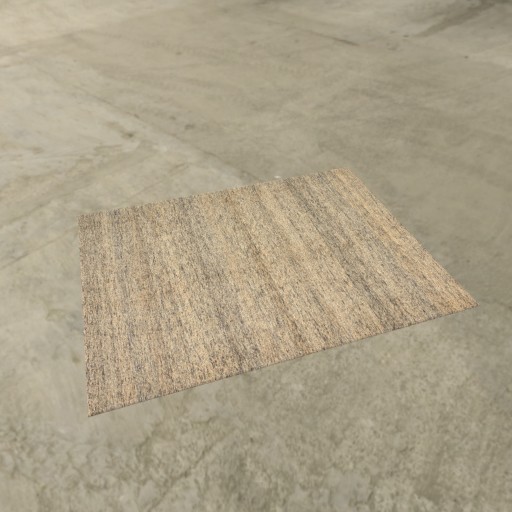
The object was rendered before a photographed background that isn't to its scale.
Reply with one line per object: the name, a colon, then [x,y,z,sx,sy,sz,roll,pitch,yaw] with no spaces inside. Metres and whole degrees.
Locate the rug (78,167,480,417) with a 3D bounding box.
rug: [0.000,0.000,4.239,3.199,0.036,2.414,-12,43,-14]
